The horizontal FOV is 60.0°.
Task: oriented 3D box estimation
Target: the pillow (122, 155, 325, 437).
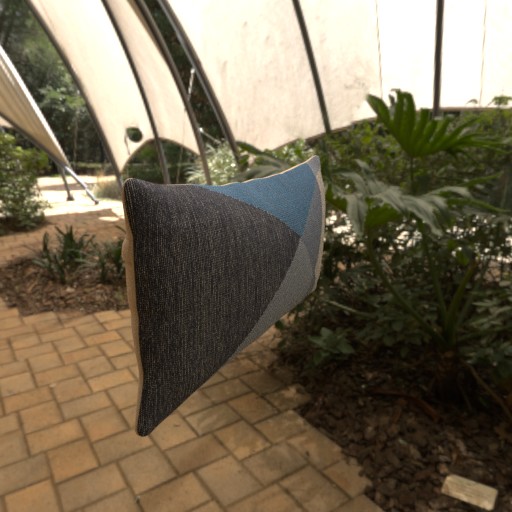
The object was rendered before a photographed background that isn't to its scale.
[{"bbox_3d":[0.000,0.000,0.738,0.148,0.307,0.604,8,17,26],"label":"pillow"}]
